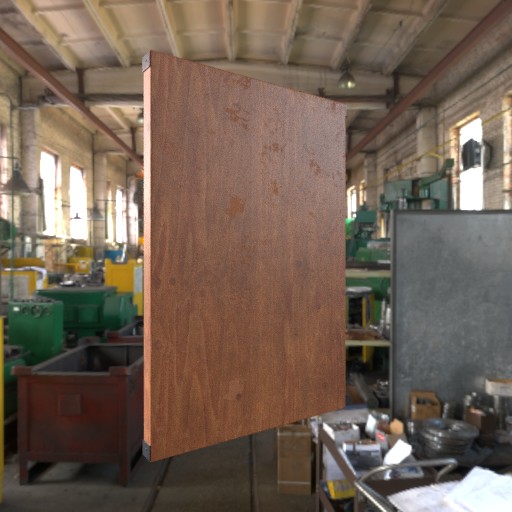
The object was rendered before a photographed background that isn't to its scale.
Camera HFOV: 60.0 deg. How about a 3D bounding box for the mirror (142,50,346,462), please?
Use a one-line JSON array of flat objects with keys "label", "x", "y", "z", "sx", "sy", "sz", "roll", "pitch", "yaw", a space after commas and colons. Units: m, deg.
[{"label": "mirror", "x": 0.000, "y": 0.000, "z": 0.984, "sx": 0.517, "sy": 0.761, "sz": 0.053, "roll": 0, "pitch": 0, "yaw": -35}]
